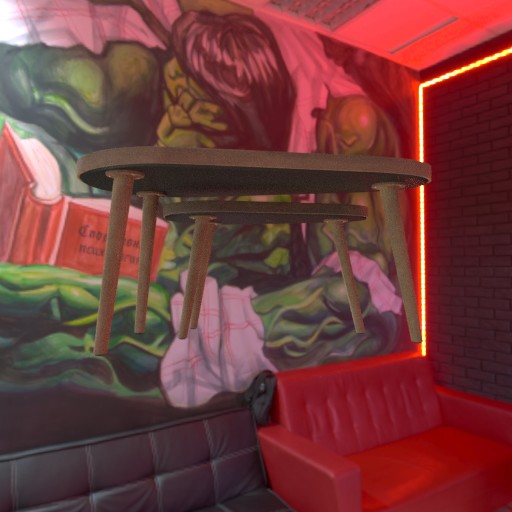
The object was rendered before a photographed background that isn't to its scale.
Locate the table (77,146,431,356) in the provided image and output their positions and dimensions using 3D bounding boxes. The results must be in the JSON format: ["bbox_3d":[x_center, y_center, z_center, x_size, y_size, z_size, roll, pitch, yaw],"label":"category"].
[{"bbox_3d":[0.000,0.000,1.587,1.190,0.595,0.701,0,-2,0],"label":"table"}]
